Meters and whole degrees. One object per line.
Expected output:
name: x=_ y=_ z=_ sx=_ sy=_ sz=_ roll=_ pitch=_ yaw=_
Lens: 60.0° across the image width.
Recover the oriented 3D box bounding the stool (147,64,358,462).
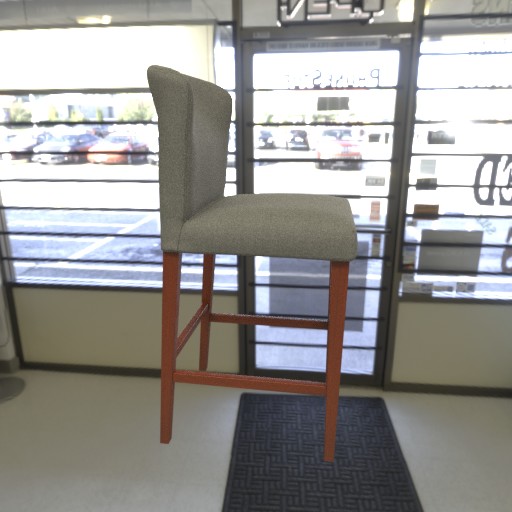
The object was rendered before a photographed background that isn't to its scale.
stool: x=0.000 y=0.000 z=1.347 sx=0.568 sy=1.069 sz=0.481 roll=3 pitch=17 yaw=9
